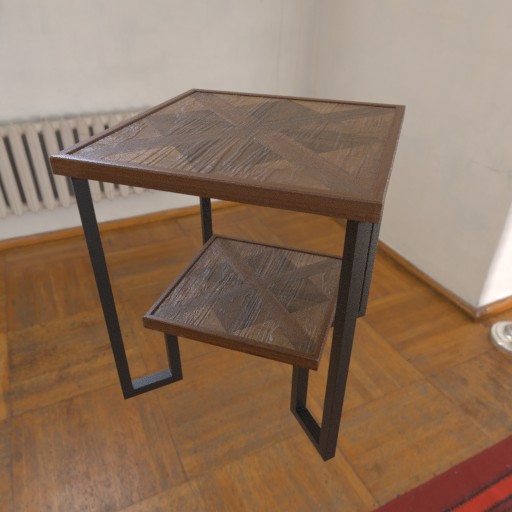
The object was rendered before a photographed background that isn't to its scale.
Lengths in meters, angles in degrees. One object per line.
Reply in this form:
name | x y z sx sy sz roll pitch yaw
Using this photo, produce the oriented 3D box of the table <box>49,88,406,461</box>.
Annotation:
table | 0.000 0.000 0.964 0.503 0.563 0.503 11 34 16
